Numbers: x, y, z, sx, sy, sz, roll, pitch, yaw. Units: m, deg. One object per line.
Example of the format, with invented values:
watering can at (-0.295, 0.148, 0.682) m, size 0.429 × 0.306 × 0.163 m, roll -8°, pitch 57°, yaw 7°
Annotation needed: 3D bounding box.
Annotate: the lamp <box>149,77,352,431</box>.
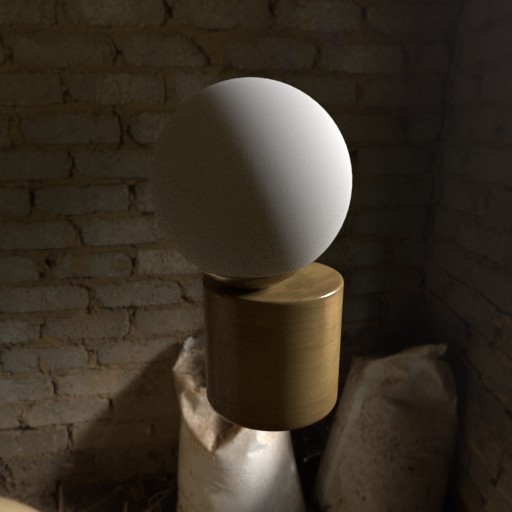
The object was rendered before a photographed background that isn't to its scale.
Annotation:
lamp at (0.000, 0.000, 0.335) m, size 0.141 × 0.250 × 0.152 m, roll 14°, pitch 21°, yaw 41°
